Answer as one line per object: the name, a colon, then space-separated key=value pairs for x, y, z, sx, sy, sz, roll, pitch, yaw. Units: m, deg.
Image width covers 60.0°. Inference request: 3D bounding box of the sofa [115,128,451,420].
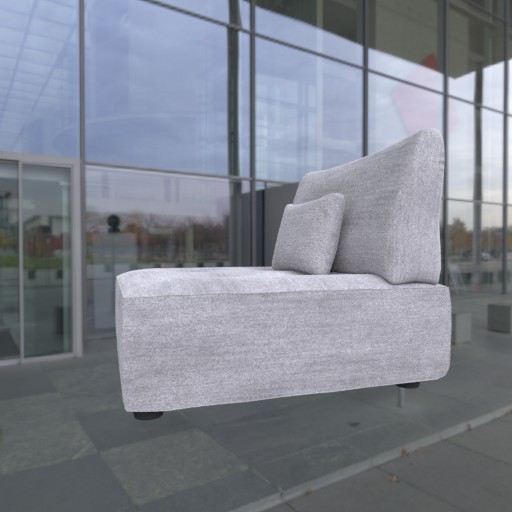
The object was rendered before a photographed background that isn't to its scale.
sofa: x=0.000 y=0.000 z=1.675 sx=1.000 sy=0.820 sz=0.930 roll=0 pitch=1 yaw=-19
